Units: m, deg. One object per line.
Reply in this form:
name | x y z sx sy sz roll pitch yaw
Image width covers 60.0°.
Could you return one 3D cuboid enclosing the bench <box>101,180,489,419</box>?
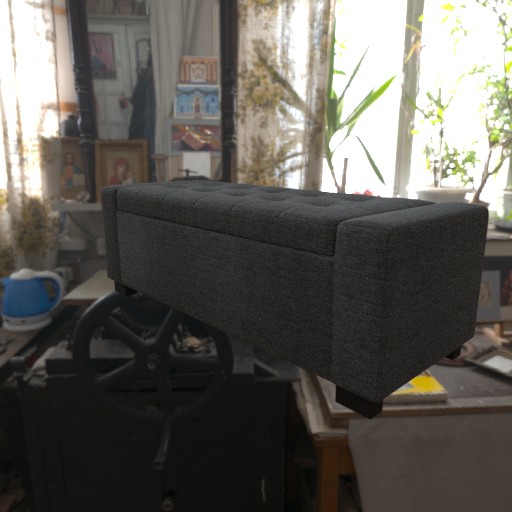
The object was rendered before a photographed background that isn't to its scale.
bench | 0.000 0.000 1.516 0.508 0.445 1.296 -12 18 -41
